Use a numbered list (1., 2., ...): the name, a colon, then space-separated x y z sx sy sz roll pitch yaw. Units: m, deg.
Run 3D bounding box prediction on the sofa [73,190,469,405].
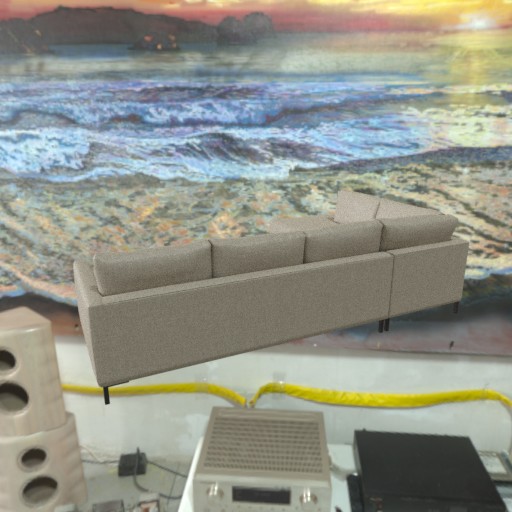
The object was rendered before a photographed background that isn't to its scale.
1. sofa: 0.000 0.000 3.144 2.423 0.703 1.617 -8 19 -25
